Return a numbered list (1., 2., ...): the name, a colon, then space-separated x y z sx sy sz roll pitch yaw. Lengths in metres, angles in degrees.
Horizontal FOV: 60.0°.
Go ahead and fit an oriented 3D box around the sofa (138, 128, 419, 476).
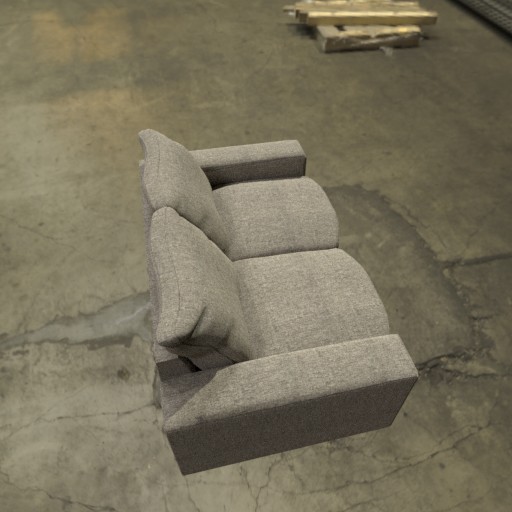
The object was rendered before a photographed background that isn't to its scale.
1. sofa: 0.000 0.000 2.363 1.094 0.877 1.758 -10 48 -9
